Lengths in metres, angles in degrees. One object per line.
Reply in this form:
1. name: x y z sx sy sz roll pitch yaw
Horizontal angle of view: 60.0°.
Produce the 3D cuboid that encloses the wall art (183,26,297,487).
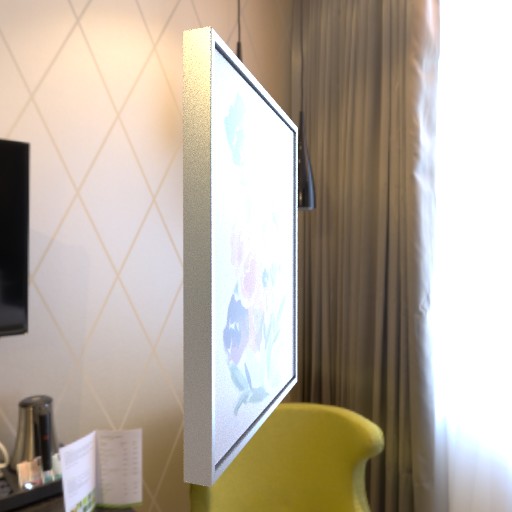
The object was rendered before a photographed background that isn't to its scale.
1. wall art: 0.000 0.000 0.749 0.038 0.549 0.452 0 1 18
